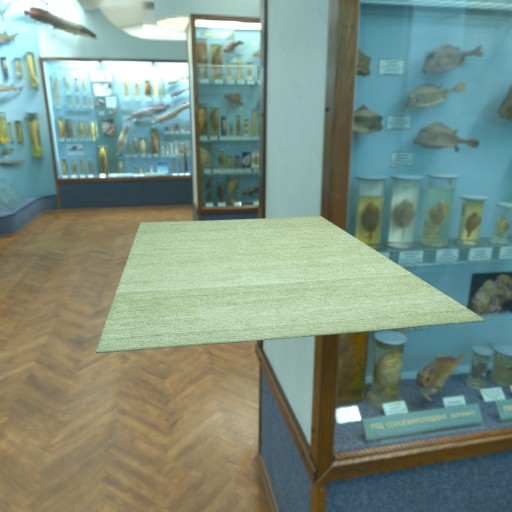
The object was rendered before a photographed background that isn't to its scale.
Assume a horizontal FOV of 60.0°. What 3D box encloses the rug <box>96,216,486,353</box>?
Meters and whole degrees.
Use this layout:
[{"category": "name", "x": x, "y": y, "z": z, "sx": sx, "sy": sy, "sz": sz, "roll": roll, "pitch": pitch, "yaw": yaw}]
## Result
[{"category": "rug", "x": 0.000, "y": 0.000, "z": 2.840, "sx": 1.606, "sy": 0.017, "sz": 2.270, "roll": -3, "pitch": 17, "yaw": -10}]
